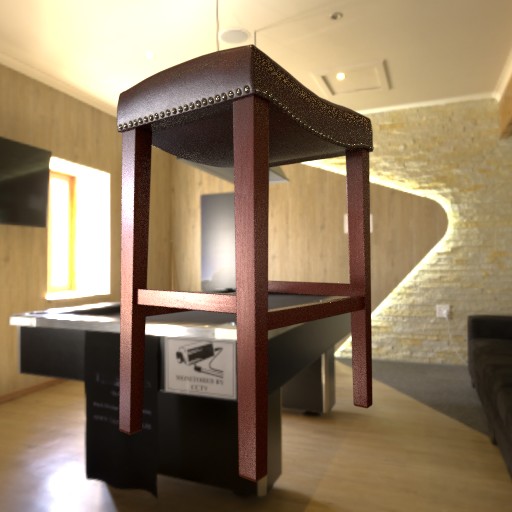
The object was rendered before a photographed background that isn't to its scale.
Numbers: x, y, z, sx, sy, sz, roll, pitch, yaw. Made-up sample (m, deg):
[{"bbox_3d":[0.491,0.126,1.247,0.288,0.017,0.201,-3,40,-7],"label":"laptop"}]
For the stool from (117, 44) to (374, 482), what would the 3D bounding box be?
[{"bbox_3d":[0.000,0.000,1.021,0.372,0.742,0.504,0,-1,37],"label":"stool"}]
